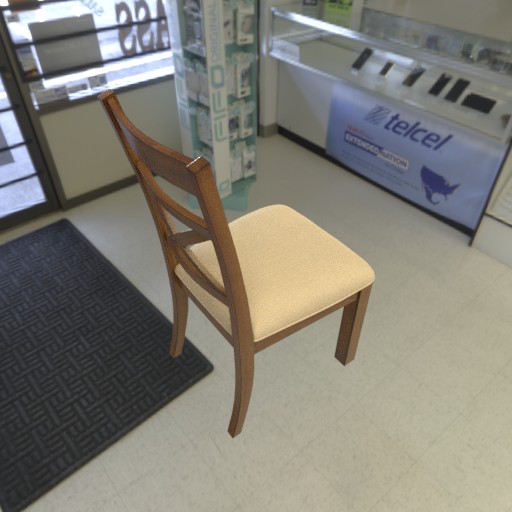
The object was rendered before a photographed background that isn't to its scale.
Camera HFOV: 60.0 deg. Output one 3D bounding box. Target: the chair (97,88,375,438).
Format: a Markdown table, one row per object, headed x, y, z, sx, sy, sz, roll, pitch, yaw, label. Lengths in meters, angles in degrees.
| x | y | z | sx | sy | sz | roll | pitch | yaw | label |
| --- | --- | --- | --- | --- | --- | --- | --- | --- | --- |
| 0.000 | 0.000 | 1.270 | 0.581 | 0.949 | 0.461 | -26 | 47 | -27 | chair |
